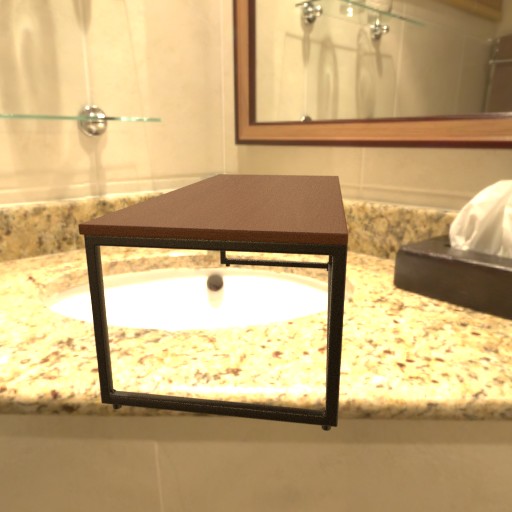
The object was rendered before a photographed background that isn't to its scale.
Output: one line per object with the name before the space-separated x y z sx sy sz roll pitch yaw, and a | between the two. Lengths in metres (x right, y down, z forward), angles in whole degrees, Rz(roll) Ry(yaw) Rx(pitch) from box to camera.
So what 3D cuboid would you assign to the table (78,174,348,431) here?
table | 0.000 0.000 1.371 0.500 0.400 1.100 2 16 9
